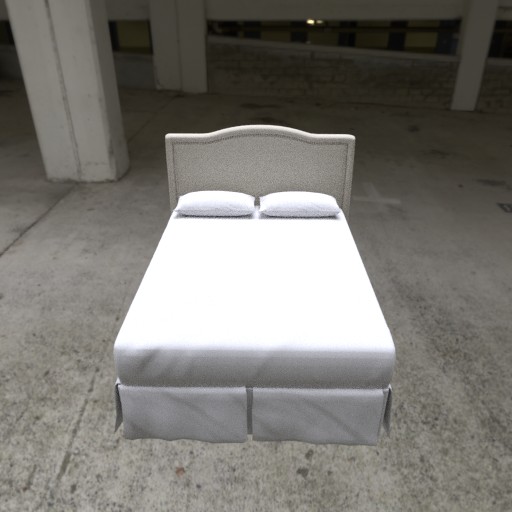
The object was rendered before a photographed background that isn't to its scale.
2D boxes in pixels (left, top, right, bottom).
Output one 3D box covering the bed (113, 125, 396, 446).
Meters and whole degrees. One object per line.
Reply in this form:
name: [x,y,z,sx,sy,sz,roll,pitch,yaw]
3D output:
bed: [0.000,0.000,3.305,1.741,1.449,2.196,0,29,1]
